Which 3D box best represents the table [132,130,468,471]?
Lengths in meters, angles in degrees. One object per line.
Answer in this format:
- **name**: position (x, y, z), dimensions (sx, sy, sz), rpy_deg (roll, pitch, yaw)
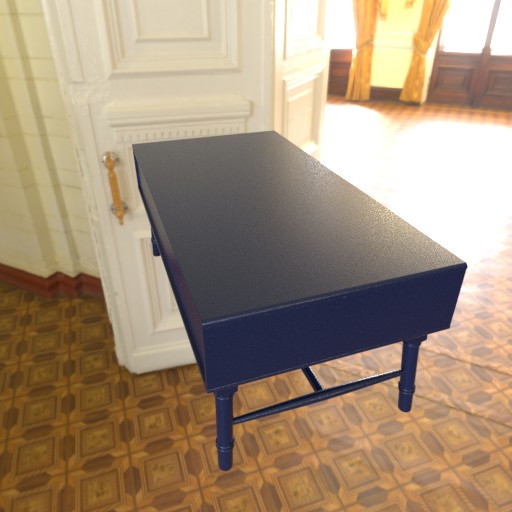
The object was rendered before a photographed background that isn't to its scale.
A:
- **table**: position (0.000, 0.000, 1.365), dimensions (0.572, 0.457, 1.067), rpy_deg (-10, 32, -17)
